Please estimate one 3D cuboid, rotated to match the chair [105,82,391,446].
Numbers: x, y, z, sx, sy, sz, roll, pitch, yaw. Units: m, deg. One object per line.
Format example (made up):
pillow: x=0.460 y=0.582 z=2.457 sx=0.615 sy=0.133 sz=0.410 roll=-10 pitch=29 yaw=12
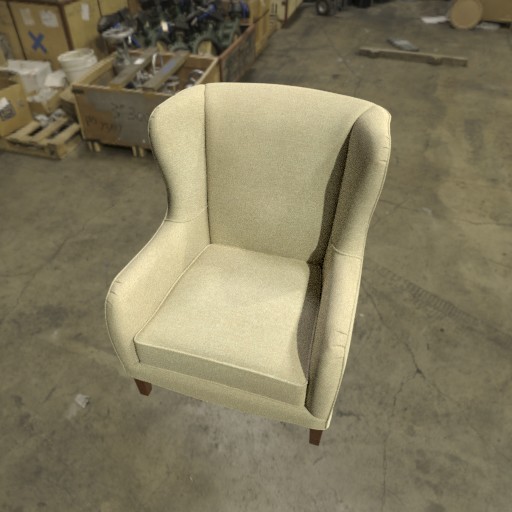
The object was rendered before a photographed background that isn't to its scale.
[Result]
chair: x=0.000 y=0.000 z=1.749 sx=0.838 sy=1.040 sz=0.966 roll=12 pitch=43 yaw=13
